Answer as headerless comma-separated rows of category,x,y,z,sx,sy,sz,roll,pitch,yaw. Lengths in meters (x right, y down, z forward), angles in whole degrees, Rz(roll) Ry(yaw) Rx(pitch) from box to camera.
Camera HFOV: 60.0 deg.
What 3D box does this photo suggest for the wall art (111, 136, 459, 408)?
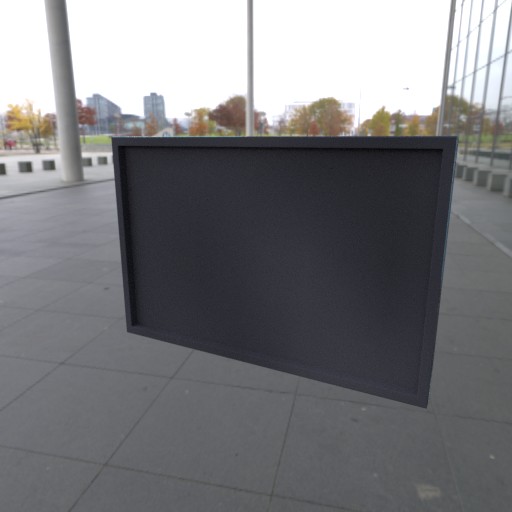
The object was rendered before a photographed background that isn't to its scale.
wall art,0.000,0.000,0.780,0.609,0.406,0.033,8,17,26
